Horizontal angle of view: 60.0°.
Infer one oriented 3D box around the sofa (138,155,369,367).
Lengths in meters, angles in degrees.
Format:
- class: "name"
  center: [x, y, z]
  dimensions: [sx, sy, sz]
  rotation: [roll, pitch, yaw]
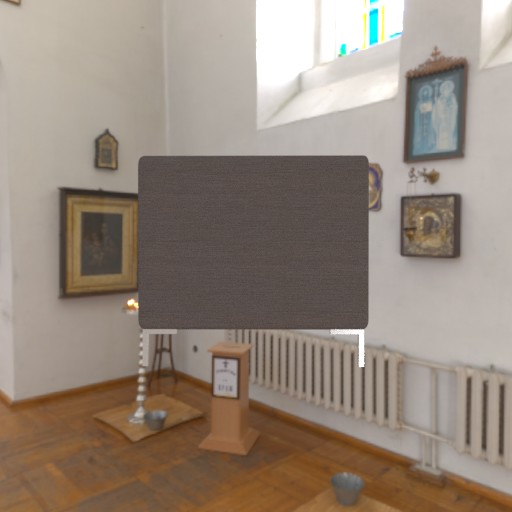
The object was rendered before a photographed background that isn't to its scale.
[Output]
- class: "sofa"
  center: [0.000, 0.000, 2.283]
  dimensions: [0.686, 0.635, 1.981]
  rotation: [0, 0, 0]
